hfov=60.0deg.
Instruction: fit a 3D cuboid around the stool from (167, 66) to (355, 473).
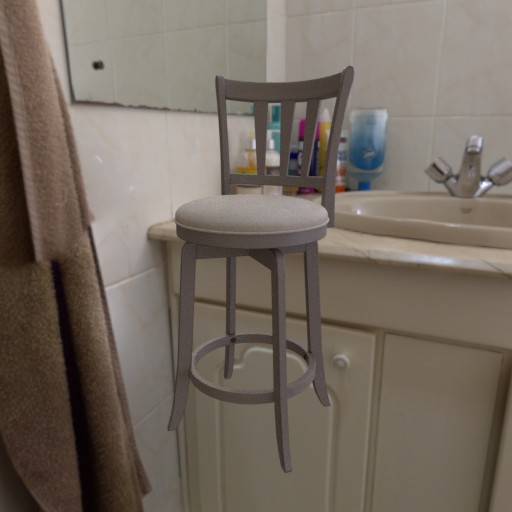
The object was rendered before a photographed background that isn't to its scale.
[{"bbox_3d":[0.000,0.000,1.273,0.436,1.023,0.475,7,17,26],"label":"stool"}]
